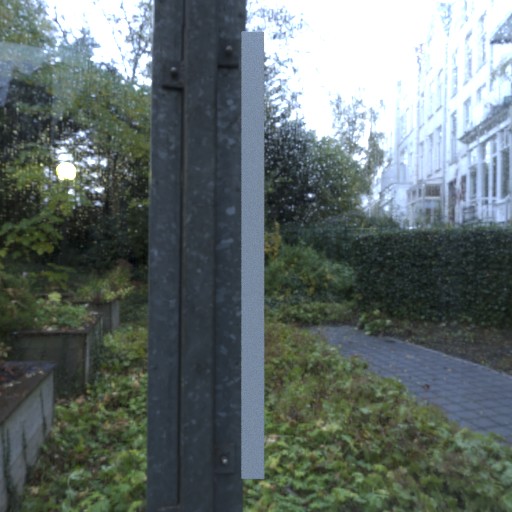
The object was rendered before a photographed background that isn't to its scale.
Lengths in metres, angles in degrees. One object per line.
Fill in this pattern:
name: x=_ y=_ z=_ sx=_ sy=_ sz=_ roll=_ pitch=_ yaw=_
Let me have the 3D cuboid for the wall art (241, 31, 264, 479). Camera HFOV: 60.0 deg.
wall art: x=0.000 y=0.000 z=0.676 sx=0.023 sy=0.453 sz=0.455 roll=0 pitch=0 yaw=1
